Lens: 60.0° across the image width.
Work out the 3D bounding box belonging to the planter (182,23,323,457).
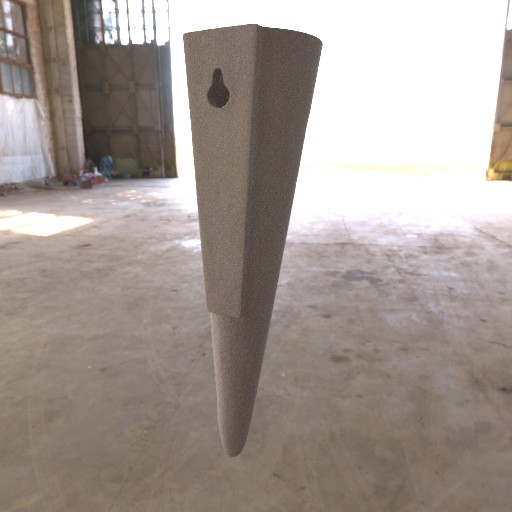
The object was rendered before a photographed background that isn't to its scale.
[{"bbox_3d":[0.000,0.000,0.294,0.078,0.259,0.087,7,16,26],"label":"planter"}]
